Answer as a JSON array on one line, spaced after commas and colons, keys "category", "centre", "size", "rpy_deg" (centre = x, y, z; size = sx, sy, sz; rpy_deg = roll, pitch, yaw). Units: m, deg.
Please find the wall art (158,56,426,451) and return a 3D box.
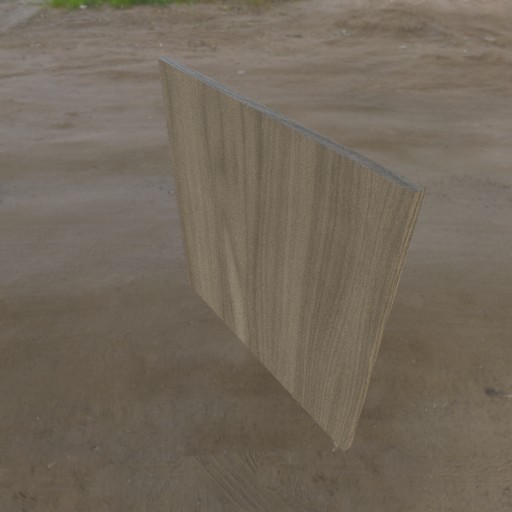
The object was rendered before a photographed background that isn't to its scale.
[{"category": "wall art", "centre": [0.000, 0.000, 0.732], "size": [0.016, 0.507, 0.508], "rpy_deg": [-26, 47, -27]}]
